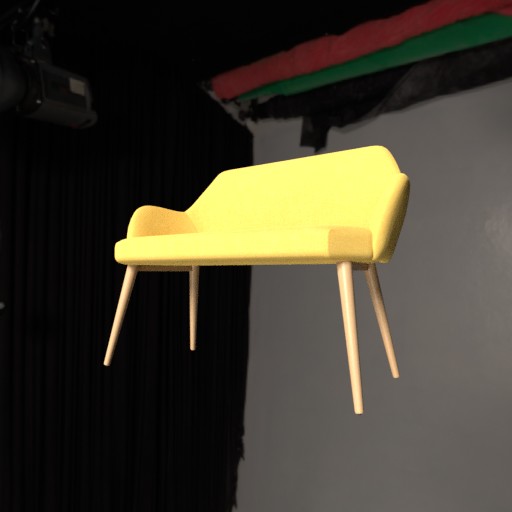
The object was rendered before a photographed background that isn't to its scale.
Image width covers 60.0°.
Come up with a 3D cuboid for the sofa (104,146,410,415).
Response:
[{"bbox_3d":[0.000,0.000,1.648,1.150,0.840,0.610,-1,-3,35],"label":"sofa"}]
